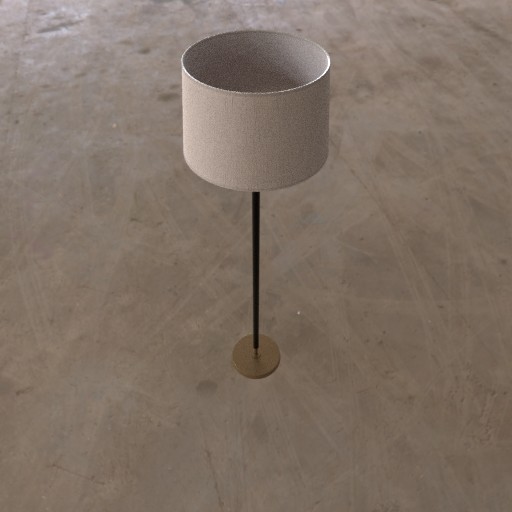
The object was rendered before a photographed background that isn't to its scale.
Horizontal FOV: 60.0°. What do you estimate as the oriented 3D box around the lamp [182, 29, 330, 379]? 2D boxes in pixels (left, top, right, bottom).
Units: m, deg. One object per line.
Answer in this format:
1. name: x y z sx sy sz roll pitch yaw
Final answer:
1. lamp: 0.000 0.000 1.632 0.420 1.447 0.420 0 47 0
